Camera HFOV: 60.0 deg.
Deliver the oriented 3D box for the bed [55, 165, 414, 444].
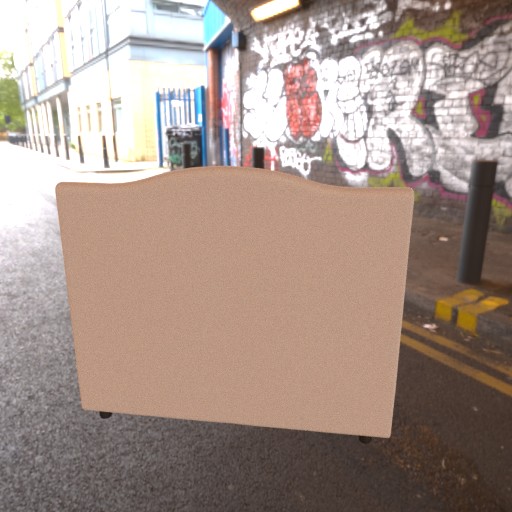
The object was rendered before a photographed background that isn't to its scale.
[{"bbox_3d":[0.000,0.000,3.277,1.753,1.460,2.143,2,16,8],"label":"bed"}]
